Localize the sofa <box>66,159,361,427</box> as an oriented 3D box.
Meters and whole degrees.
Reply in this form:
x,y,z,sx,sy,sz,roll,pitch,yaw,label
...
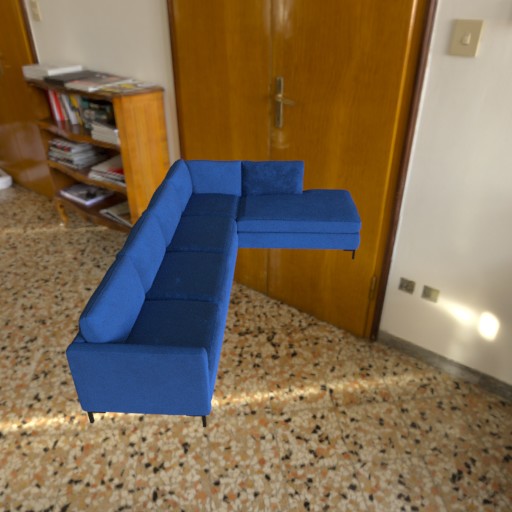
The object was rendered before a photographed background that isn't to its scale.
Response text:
x,y,z,sx,sy,sz,roll,pitch,yaw,label
0.000,0.000,3.183,1.707,0.687,2.486,1,30,2,sofa
